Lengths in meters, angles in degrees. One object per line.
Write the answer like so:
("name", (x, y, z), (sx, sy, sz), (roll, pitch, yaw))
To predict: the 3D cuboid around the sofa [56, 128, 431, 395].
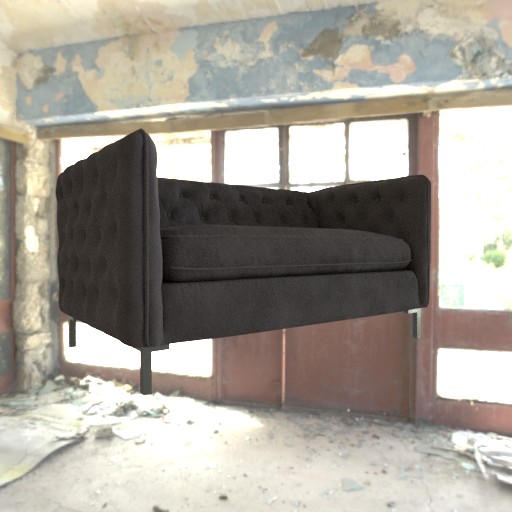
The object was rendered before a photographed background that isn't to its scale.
("sofa", (0.000, 0.000, 2.088), (1.583, 0.810, 0.909), (-1, 2, -36))
